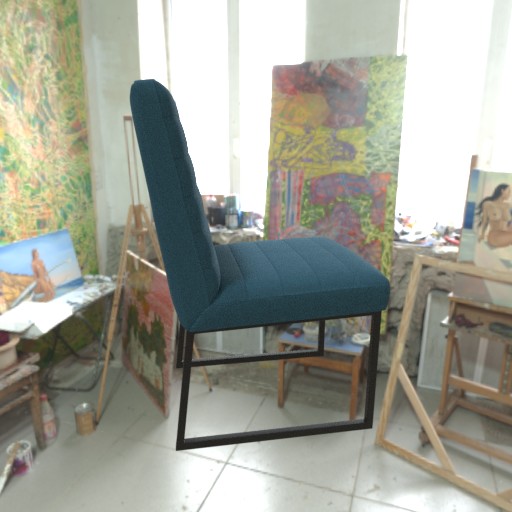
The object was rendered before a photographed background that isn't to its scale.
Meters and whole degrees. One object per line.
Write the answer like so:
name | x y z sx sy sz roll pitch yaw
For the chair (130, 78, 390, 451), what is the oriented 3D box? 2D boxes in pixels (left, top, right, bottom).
chair | 0.000 0.000 1.320 0.634 0.930 0.520 -3 15 -9
